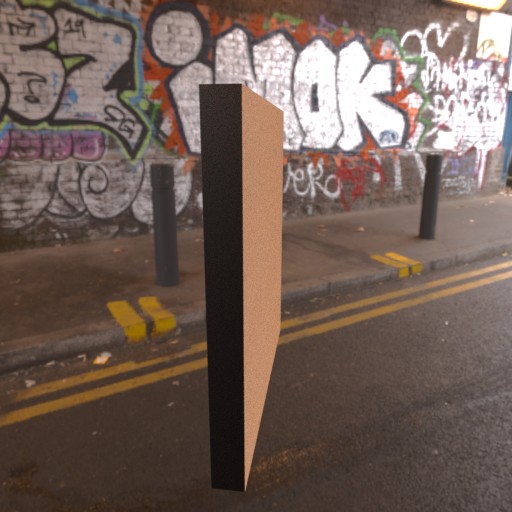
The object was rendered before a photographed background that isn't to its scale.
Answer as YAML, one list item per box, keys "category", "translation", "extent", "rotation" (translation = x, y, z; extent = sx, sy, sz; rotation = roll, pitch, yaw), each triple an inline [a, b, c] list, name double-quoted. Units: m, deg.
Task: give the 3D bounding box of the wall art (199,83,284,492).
- category: "wall art"
  translation: [0.000, 0.000, 0.485]
  extent: [0.029, 0.318, 0.327]
  rotation: [2, 15, 8]
